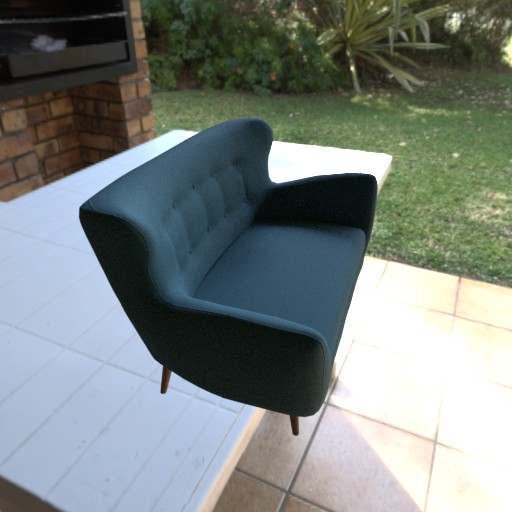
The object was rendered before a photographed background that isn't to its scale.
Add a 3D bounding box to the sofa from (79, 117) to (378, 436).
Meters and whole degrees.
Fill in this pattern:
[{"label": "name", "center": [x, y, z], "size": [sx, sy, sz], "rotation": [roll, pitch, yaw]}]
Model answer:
[{"label": "sofa", "center": [0.000, 0.000, 1.945], "size": [0.889, 0.889, 1.397], "rotation": [10, 32, 17]}]
